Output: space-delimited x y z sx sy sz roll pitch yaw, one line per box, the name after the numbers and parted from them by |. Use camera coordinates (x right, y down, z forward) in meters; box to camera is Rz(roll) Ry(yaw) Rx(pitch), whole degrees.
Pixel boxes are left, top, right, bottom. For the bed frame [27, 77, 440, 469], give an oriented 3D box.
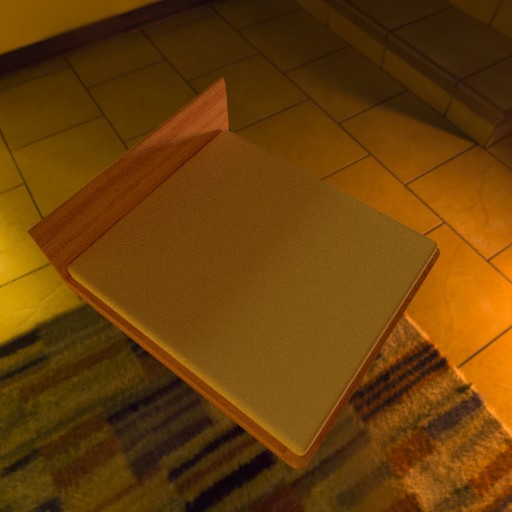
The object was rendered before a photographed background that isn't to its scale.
0.000 0.000 3.158 2.092 0.940 1.872 33 63 19 | bed frame
